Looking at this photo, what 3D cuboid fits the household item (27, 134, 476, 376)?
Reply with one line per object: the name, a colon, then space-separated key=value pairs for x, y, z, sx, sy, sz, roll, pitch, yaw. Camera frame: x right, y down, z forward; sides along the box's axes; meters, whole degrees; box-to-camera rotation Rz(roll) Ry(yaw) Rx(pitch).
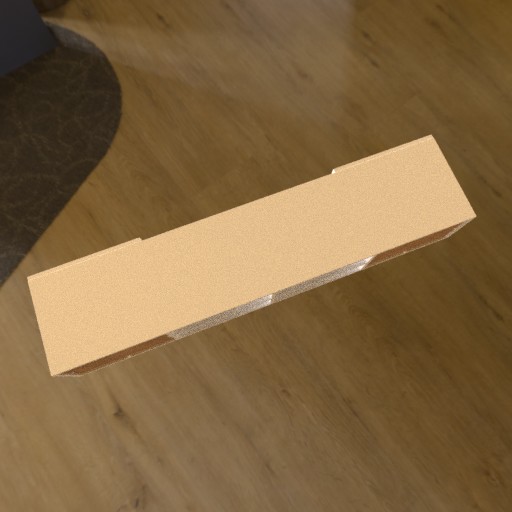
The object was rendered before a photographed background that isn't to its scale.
household item: x=0.000 y=0.000 z=2.001 sx=1.850 sy=0.310 sz=0.420 roll=-20 pitch=76 yaw=-5
